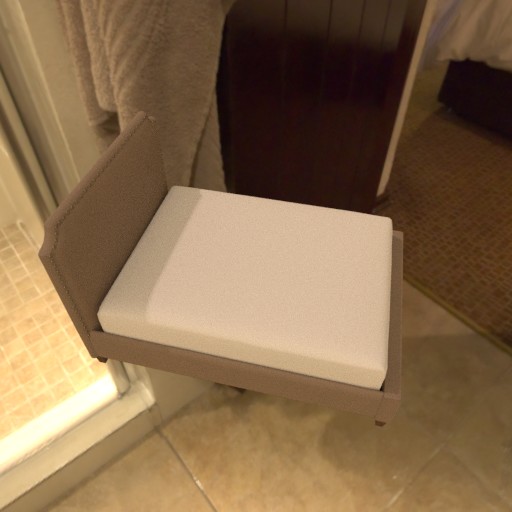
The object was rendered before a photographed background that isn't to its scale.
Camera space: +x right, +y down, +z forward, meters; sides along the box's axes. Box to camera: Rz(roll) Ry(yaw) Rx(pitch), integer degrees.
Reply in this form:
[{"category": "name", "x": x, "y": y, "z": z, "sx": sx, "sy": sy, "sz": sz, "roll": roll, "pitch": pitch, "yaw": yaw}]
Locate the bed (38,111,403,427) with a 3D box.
[{"category": "bed", "x": 0.000, "y": 0.000, "z": 3.480, "sx": 2.372, "sy": 1.443, "sz": 1.713, "roll": 10, "pitch": 47, "yaw": 9}]
